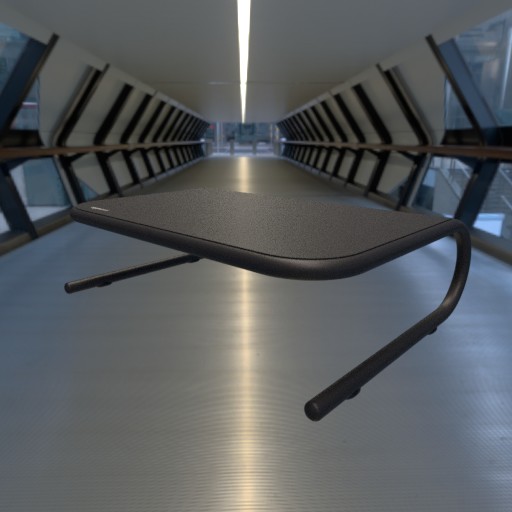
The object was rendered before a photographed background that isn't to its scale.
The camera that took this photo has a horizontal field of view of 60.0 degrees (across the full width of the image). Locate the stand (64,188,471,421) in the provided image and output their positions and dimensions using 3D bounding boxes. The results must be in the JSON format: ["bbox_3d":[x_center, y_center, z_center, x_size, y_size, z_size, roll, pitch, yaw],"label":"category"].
[{"bbox_3d":[0.000,0.000,0.494,0.370,0.108,0.280,14,21,41],"label":"stand"}]
